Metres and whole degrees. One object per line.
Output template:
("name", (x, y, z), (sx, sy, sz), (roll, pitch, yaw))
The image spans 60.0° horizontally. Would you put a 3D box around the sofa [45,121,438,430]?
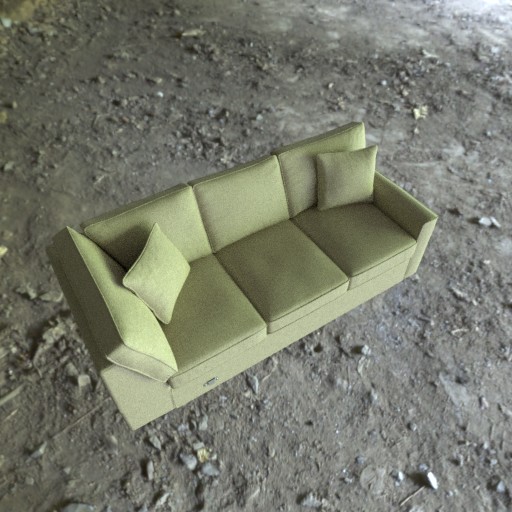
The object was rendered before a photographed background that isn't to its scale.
("sofa", (0.000, 0.000, 2.952), (2.323, 0.948, 1.053), (-25, 52, -21))
